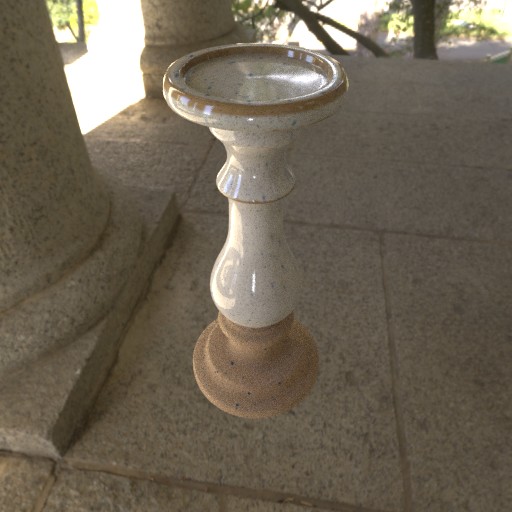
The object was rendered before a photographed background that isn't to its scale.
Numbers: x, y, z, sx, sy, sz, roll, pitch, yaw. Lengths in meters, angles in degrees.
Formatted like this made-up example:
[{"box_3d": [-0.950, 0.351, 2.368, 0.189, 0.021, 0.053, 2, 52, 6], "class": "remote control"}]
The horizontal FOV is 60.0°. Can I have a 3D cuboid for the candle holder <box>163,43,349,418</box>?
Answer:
[{"box_3d": [0.000, 0.000, 0.247, 0.088, 0.203, 0.088, 0, 42, 0], "class": "candle holder"}]
